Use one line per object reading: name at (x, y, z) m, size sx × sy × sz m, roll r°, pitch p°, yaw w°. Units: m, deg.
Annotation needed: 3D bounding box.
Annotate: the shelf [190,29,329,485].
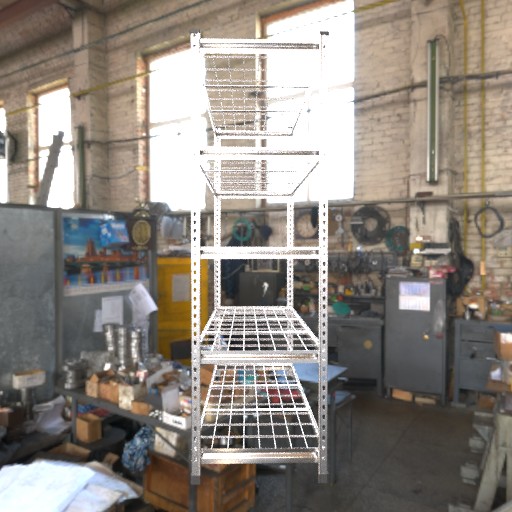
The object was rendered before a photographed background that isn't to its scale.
shelf at (0.000, 0.000, 2.695) m, size 0.610 × 1.981 × 1.524 m, roll 0°, pitch 1°, yaw -1°
